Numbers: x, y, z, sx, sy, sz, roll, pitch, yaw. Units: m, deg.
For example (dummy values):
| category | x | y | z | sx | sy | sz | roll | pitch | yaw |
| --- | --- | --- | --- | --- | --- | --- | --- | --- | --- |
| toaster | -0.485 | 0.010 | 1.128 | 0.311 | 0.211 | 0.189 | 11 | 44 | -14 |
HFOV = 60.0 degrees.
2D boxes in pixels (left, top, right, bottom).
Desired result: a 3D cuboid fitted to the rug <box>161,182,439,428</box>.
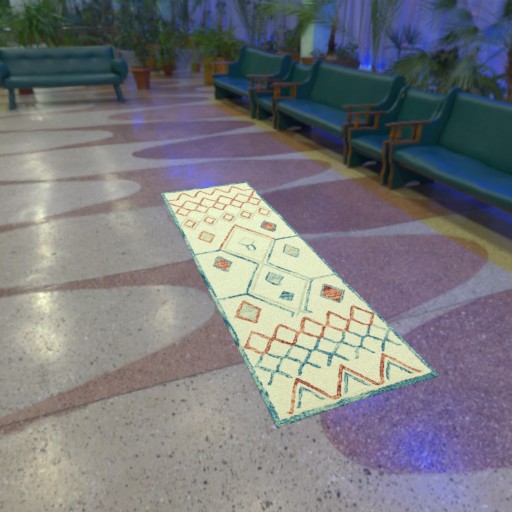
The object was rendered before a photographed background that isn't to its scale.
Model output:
| category | x | y | z | sx | sy | sz | roll | pitch | yaw |
| --- | --- | --- | --- | --- | --- | --- | --- | --- | --- |
| rug | 0.000 | 0.000 | 2.752 | 0.750 | 0.011 | 2.435 | -11 | 32 | -18 |
